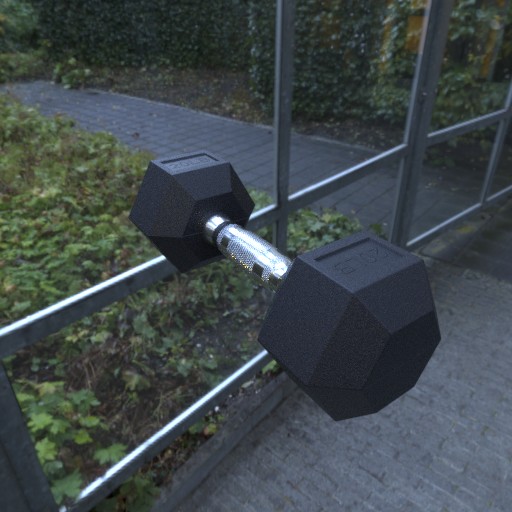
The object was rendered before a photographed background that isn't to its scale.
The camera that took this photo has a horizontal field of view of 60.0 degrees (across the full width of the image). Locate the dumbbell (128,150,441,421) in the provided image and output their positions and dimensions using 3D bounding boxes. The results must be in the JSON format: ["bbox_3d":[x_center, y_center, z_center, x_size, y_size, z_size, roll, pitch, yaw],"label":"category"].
[{"bbox_3d":[0.000,0.000,0.330,0.106,0.092,0.272,-20,36,-30],"label":"dumbbell"}]
